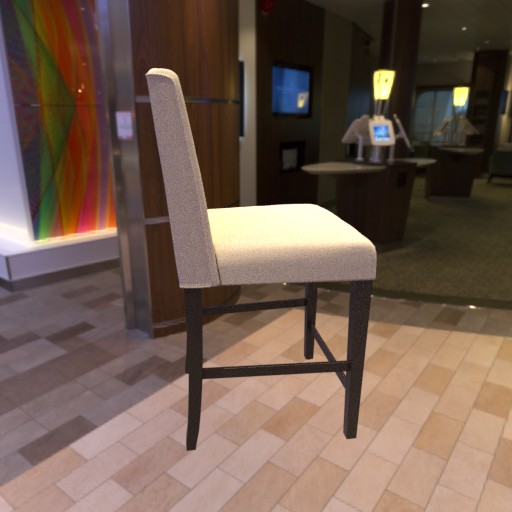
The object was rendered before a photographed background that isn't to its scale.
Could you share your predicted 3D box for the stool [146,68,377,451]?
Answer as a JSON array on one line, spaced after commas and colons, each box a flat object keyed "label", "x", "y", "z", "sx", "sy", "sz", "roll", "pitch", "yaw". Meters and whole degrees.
[{"label": "stool", "x": 0.000, "y": 0.000, "z": 1.244, "sx": 0.509, "sy": 0.939, "sz": 0.474, "roll": -3, "pitch": 18, "yaw": -9}]
